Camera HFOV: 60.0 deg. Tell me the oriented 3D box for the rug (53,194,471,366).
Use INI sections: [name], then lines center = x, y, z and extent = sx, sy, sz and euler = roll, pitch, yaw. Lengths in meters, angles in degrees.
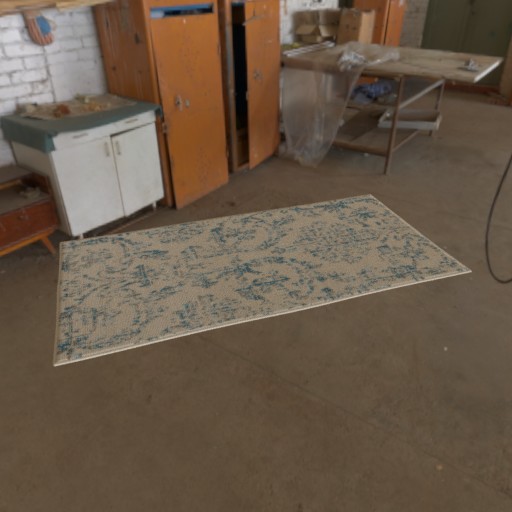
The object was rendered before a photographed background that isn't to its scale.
[rug]
center = 0.000, 0.000, 1.451
extent = 1.220, 0.007, 0.605
euler = -10, 34, -16
